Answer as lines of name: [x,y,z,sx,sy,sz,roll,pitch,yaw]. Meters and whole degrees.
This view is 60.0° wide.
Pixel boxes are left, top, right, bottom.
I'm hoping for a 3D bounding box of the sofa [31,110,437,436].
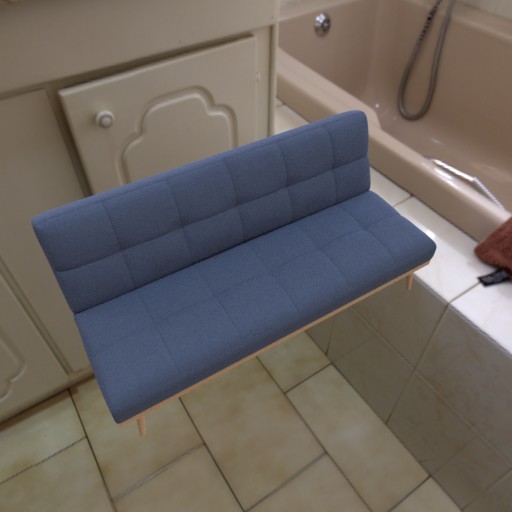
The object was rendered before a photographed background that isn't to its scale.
sofa: [0.000,0.000,2.226,1.800,0.800,0.796,-24,51,-21]
